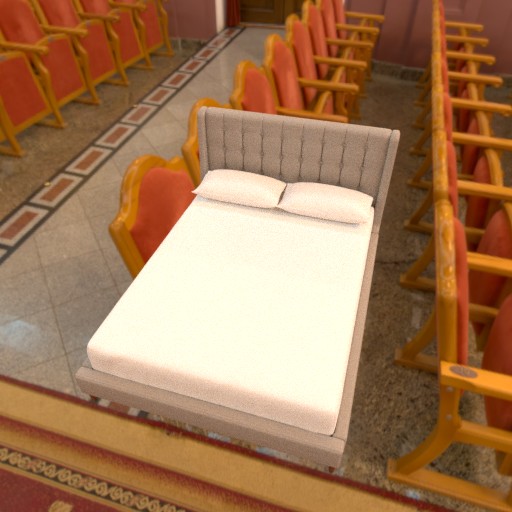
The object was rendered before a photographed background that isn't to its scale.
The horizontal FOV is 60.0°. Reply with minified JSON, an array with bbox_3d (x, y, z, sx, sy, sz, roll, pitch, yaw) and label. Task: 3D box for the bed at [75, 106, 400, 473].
[{"bbox_3d":[0.000,0.000,3.156,1.656,1.147,2.232,11,42,13],"label":"bed"}]
